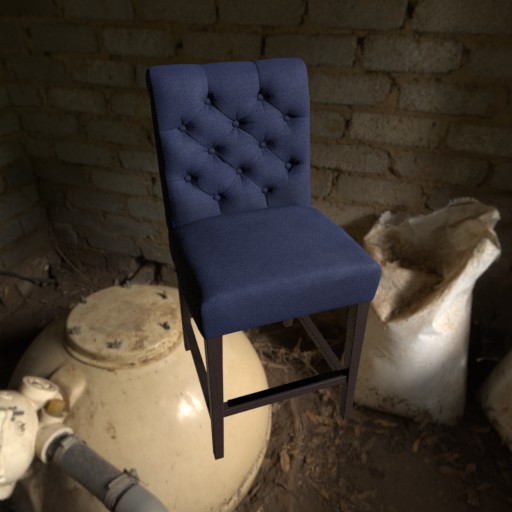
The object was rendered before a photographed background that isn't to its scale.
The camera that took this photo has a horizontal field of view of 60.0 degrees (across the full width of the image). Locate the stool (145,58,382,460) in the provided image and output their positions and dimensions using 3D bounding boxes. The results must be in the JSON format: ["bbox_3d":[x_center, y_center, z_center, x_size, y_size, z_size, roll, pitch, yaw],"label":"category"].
[{"bbox_3d":[0.000,0.000,1.333,0.493,1.010,0.601,-11,35,-16],"label":"stool"}]
